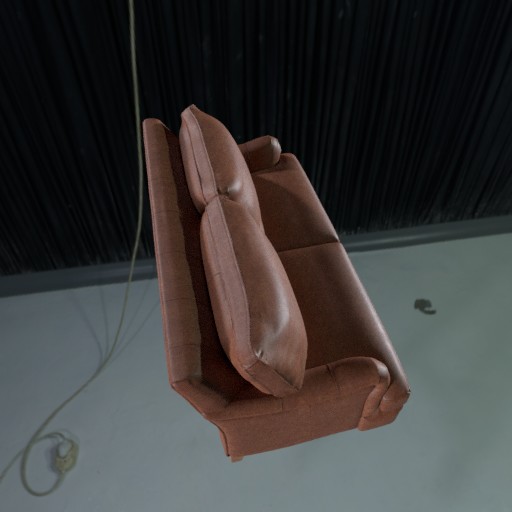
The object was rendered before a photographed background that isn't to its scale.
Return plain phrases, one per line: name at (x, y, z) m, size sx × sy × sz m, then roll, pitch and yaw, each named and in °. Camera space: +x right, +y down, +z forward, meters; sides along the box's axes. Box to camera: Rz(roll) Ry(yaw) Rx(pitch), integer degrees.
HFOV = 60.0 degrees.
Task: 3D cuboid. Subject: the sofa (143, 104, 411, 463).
sofa at (0.000, 0.000, 2.775) m, size 1.147 × 1.071 × 2.144 m, roll -9°, pitch 47°, yaw -9°
